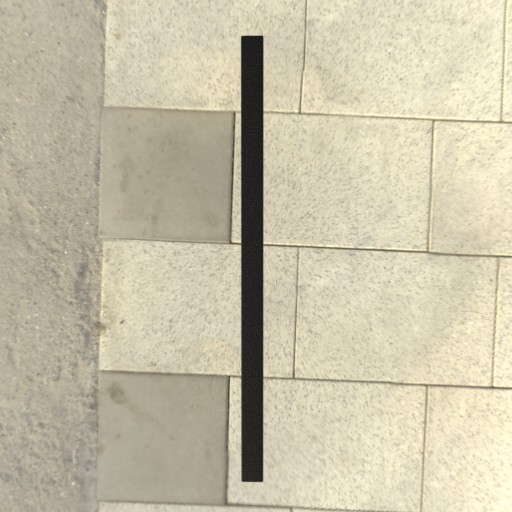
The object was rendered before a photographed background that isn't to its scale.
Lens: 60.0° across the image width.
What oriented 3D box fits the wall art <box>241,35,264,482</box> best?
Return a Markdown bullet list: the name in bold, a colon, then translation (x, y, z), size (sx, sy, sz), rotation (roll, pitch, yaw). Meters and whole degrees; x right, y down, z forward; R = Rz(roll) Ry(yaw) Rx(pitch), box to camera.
- **wall art**: translation (0.000, 0.000, 1.127), size (0.038, 0.761, 0.755), rotation (0, 91, 1)
